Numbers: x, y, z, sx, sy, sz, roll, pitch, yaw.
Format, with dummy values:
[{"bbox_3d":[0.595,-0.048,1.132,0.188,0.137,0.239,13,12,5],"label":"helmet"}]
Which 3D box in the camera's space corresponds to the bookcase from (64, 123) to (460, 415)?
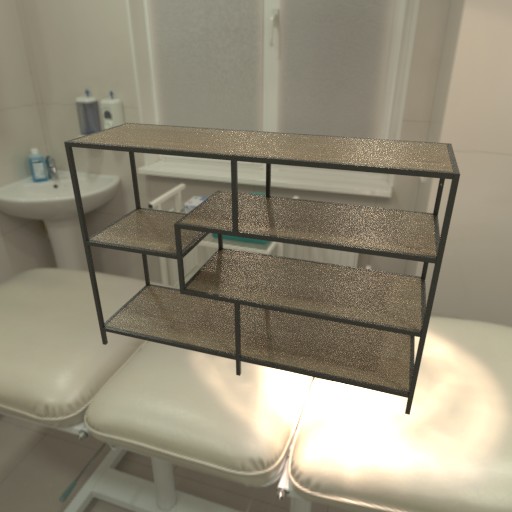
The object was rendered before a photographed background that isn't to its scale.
[{"bbox_3d":[0.000,0.000,1.536,1.140,0.780,0.350,8,28,16],"label":"bookcase"}]
